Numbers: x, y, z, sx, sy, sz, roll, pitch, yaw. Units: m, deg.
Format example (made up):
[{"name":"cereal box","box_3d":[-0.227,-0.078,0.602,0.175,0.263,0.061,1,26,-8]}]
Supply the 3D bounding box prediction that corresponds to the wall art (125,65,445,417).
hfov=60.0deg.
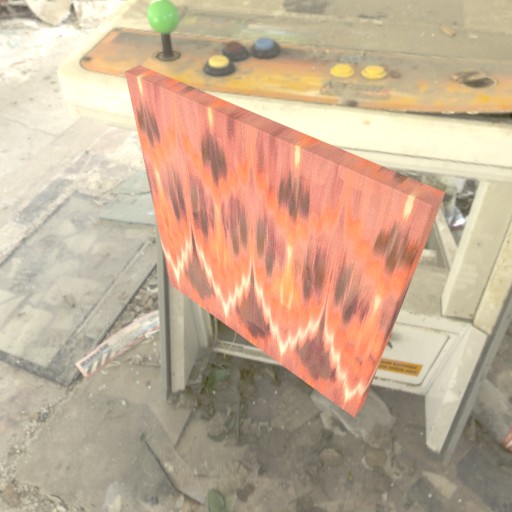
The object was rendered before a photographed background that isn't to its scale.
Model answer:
[{"name":"wall art","box_3d":[0.000,0.000,0.911,0.603,0.609,0.037,31,54,26]}]
